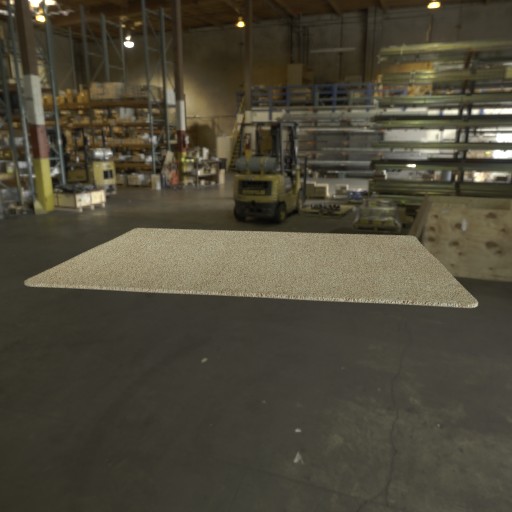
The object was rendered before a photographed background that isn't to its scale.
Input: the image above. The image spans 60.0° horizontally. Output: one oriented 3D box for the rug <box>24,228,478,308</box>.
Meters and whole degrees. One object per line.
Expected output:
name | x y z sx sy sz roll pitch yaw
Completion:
rug | 0.000 0.000 3.420 2.700 0.024 1.801 2 15 8
